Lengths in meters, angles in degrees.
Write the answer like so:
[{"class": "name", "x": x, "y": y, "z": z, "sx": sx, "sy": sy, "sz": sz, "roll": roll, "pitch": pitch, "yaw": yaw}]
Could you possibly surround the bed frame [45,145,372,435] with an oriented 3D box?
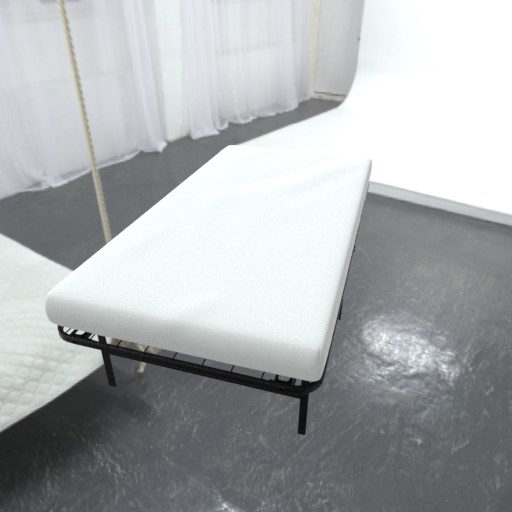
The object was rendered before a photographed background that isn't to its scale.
[{"class": "bed frame", "x": 0.000, "y": 0.000, "z": 2.305, "sx": 0.989, "sy": 0.619, "sz": 1.903, "roll": 9, "pitch": 32, "yaw": 15}]
